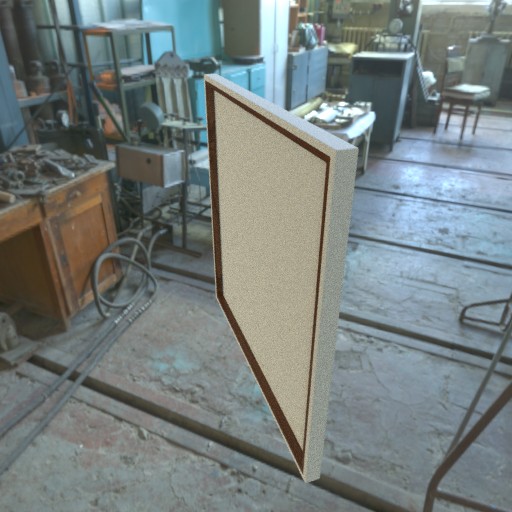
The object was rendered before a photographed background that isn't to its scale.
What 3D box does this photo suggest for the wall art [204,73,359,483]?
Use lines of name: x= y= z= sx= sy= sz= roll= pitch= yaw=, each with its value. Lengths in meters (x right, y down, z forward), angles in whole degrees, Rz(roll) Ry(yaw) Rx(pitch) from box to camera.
wall art: x=0.000 y=0.000 z=1.114 sx=0.037 sy=0.757 sz=0.757 roll=-10 pitch=32 yaw=-17
